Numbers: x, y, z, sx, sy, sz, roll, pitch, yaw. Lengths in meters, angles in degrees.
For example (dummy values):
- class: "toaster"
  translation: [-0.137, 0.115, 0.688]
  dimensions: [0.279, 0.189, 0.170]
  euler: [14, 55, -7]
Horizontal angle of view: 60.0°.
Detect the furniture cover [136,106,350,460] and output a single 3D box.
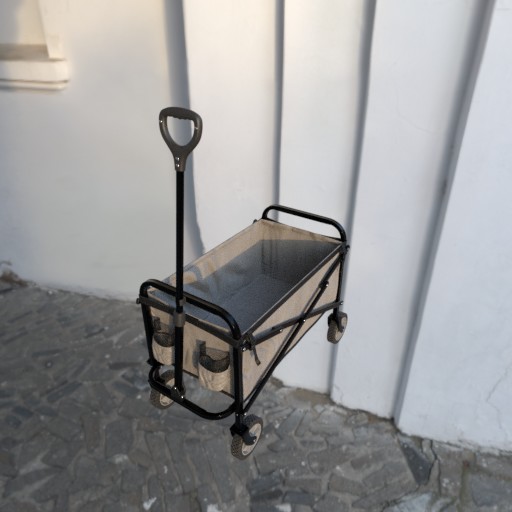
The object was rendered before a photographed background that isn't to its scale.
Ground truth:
- class: "furniture cover"
  translation: [0.000, 0.000, 1.809]
  dimensions: [0.532, 1.295, 1.038]
  euler: [19, 35, 29]
